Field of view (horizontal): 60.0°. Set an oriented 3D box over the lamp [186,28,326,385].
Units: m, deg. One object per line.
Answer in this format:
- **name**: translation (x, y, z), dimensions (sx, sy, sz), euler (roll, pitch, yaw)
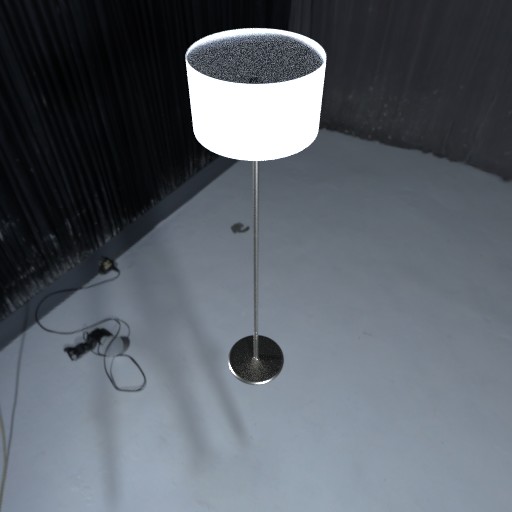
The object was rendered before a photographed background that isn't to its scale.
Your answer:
- **lamp**: translation (0.000, 0.000, 1.617), dimensions (0.347, 1.443, 0.347), euler (25, 51, 22)
